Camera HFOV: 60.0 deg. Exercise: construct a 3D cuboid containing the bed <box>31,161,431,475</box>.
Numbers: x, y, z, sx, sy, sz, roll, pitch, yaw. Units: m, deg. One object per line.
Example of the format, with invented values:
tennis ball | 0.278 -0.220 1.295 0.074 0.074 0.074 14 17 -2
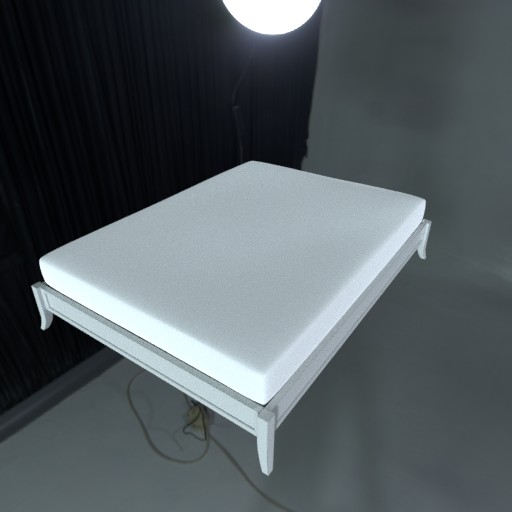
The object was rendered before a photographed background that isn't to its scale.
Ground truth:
bed | 0.000 0.000 2.813 1.604 0.510 2.108 20 36 30
